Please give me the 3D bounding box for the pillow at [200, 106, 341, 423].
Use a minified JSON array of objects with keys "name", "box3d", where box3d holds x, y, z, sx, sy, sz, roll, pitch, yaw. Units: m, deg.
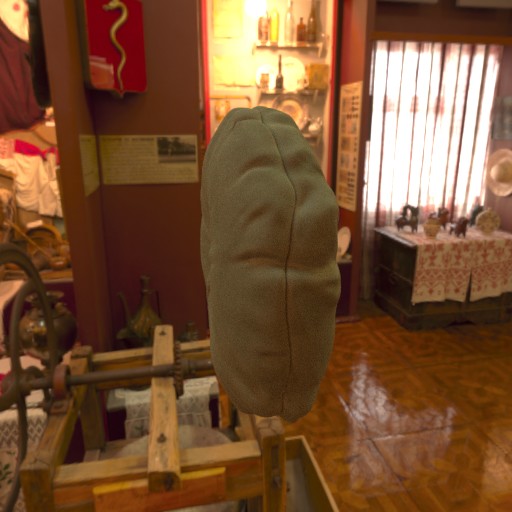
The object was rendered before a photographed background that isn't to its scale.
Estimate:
[{"name":"pillow","box3d":[0.000,0.000,0.634,0.148,0.407,0.428,-3,16,-10]}]
